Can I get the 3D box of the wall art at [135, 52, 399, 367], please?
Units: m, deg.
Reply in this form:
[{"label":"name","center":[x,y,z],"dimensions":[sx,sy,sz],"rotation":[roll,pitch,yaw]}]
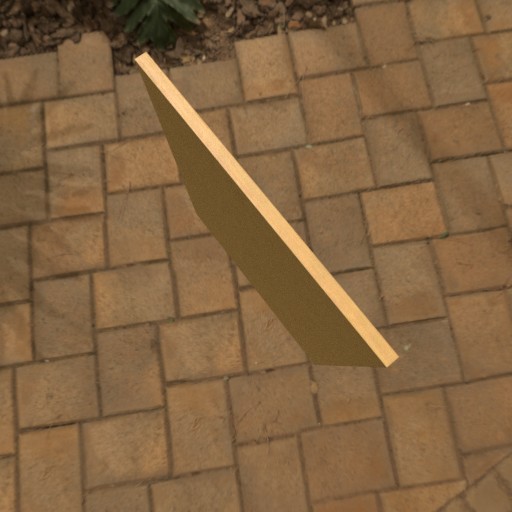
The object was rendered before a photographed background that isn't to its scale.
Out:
[{"label":"wall art","center":[0.000,0.000,1.350],"dimensions":[0.030,1.002,0.798],"rotation":[-37,79,-8]}]
